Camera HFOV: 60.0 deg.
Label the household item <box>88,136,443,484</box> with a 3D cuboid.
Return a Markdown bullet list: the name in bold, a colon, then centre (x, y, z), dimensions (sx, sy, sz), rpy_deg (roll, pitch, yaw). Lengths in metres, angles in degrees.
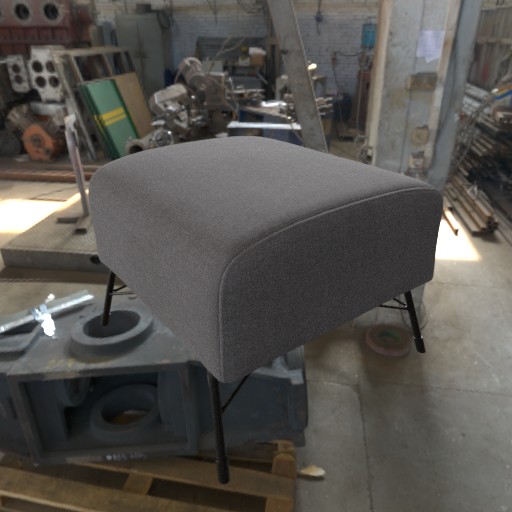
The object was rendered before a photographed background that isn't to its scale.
- **household item**: centre (0.000, 0.000, 0.913), dimensions (0.530, 0.410, 0.530), rpy_deg (-19, 33, -33)
